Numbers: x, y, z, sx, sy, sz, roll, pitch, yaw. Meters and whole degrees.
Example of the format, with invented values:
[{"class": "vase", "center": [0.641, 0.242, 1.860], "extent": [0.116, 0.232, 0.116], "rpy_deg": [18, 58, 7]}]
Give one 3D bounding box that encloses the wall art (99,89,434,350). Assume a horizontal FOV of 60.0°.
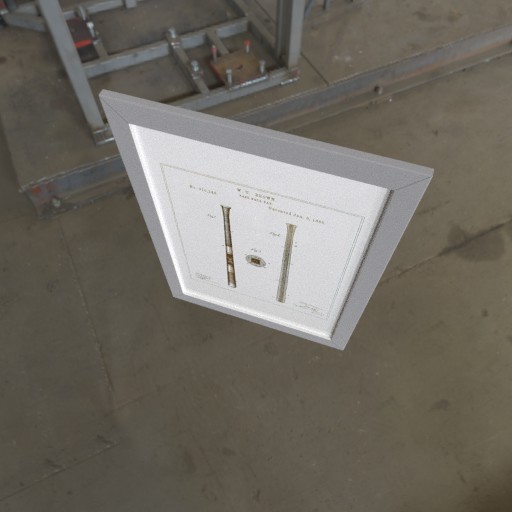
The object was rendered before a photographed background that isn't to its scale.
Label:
[{"class": "wall art", "center": [0.000, 0.000, 0.700], "extent": [0.374, 0.529, 0.012], "rpy_deg": [16, 61, 9]}]
